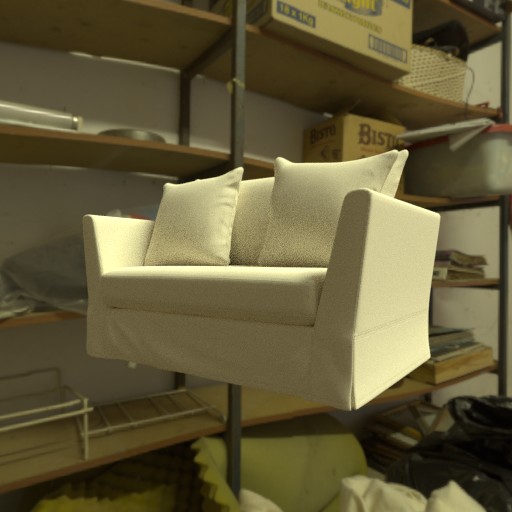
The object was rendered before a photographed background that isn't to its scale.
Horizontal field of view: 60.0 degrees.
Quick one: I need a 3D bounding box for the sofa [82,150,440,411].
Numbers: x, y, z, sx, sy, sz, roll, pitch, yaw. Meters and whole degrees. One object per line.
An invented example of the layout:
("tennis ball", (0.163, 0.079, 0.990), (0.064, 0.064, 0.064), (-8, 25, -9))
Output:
("sofa", (0.000, 0.000, 2.305), (1.608, 1.039, 1.026), (0, -1, 35))
